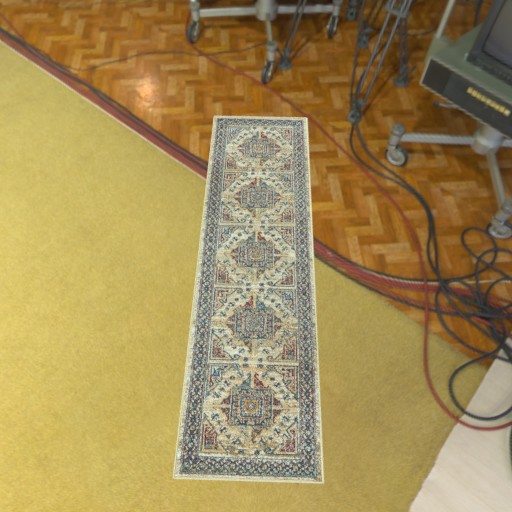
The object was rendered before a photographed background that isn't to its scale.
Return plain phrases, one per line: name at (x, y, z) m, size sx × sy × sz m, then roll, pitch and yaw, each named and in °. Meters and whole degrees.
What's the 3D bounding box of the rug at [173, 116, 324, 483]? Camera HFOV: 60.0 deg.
rug at (0.000, 0.000, 2.528) m, size 0.661 × 0.013 × 2.297 m, roll 1°, pitch 59°, yaw 1°
